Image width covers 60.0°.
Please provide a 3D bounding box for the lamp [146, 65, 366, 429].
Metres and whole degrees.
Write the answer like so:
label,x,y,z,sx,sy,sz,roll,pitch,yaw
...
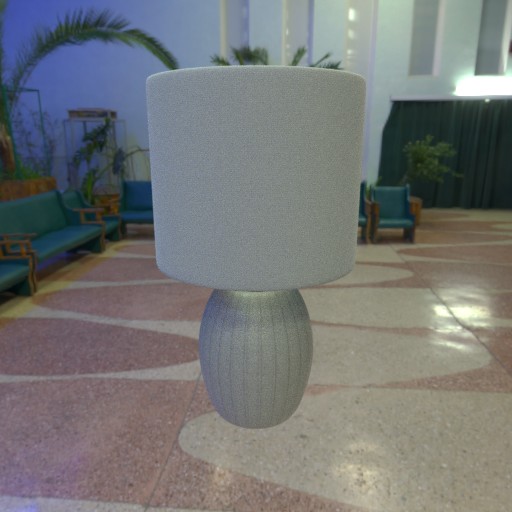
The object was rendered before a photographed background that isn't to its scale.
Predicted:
label,x,y,z,sx,sy,sz,roll,pitch,yaw
lamp,0.000,0.000,0.746,0.328,0.570,0.328,0,15,0
